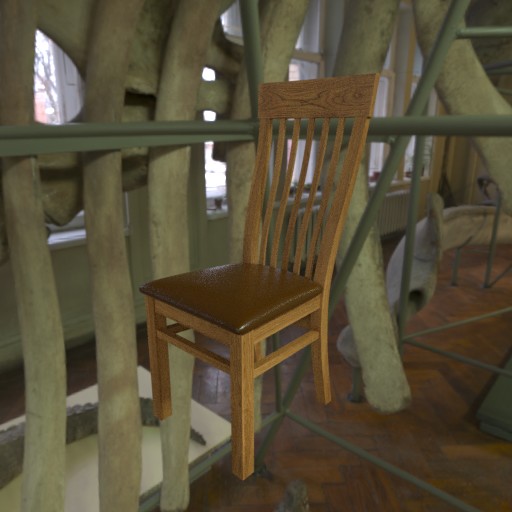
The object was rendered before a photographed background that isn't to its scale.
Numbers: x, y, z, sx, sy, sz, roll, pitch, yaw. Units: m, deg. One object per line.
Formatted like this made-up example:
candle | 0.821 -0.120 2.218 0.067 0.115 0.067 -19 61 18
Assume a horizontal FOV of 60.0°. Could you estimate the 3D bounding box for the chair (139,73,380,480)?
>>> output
chair | 0.000 0.000 1.357 0.450 1.050 0.580 15 22 41
